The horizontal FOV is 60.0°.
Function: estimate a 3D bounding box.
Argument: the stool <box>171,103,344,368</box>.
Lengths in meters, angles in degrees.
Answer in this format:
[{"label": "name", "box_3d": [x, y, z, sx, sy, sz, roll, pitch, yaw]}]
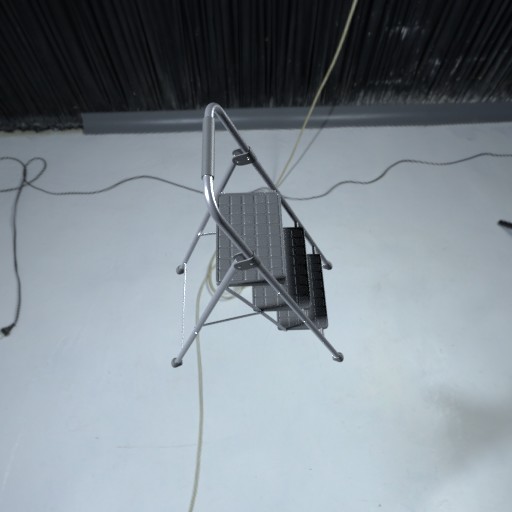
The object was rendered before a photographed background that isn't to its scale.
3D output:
[{"label": "stool", "box_3d": [0.000, 0.000, 1.480, 0.733, 1.121, 0.473, -2, 64, -1]}]
